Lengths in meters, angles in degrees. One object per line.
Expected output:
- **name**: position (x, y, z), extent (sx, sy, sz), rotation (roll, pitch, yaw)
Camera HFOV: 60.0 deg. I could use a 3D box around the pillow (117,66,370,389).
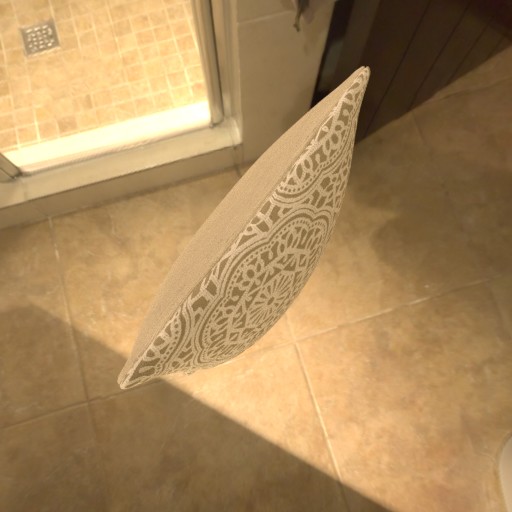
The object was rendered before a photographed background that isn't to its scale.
- **pillow**: position (0.000, 0.000, 0.657), extent (0.167, 0.421, 0.438), rotation (35, 79, 8)
